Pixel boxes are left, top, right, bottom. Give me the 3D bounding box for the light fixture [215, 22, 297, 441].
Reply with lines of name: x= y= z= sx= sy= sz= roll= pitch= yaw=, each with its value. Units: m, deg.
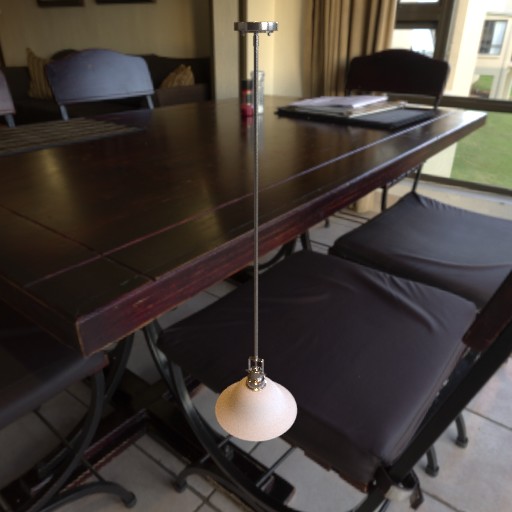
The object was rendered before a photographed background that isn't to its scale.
light fixture: x=0.000 y=0.000 z=1.451 sx=0.324 sy=1.354 sz=0.324 roll=9 pitch=28 yaw=17
